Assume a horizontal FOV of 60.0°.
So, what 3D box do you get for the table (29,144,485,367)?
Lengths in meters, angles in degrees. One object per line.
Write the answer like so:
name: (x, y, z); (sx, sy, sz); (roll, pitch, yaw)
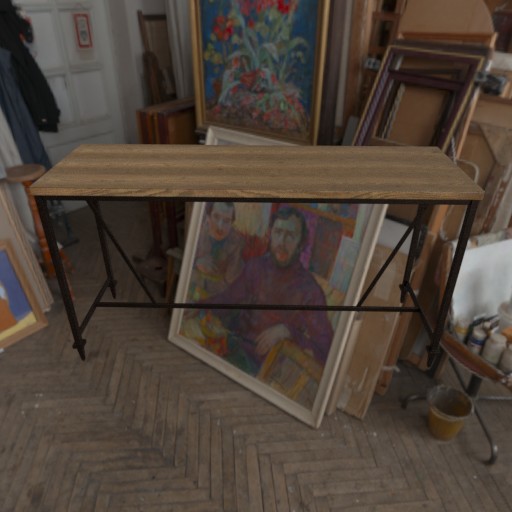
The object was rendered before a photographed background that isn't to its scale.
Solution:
table: (0.000, 0.000, 2.107); (1.700, 0.902, 0.551); (1, 31, 1)
